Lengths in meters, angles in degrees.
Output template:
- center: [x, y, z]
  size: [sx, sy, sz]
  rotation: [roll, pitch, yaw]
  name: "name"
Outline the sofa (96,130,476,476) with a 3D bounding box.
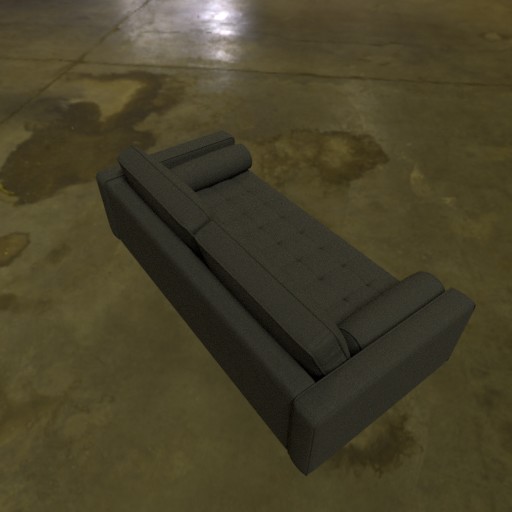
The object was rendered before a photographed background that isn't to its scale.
- center: [0.000, 0.000, 2.291]
  size: [0.914, 0.759, 1.875]
  rotation: [-27, 49, -26]
  name: "sofa"
